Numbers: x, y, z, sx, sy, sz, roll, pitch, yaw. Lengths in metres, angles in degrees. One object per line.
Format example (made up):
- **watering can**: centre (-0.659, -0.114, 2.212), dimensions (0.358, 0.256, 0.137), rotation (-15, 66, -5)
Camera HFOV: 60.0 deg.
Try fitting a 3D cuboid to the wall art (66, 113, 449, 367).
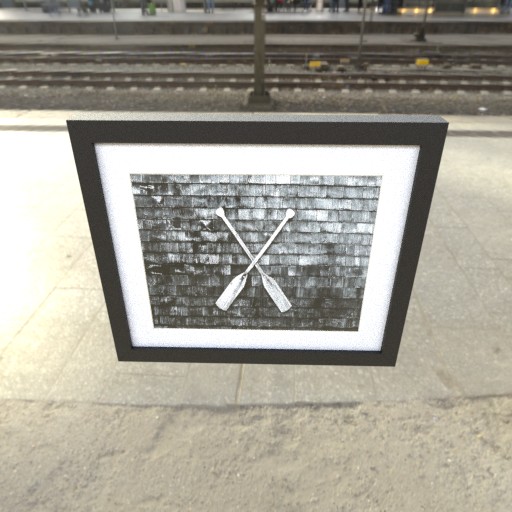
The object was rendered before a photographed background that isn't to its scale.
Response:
- **wall art**: centre (0.000, 0.000, 0.538), dimensions (0.381, 0.330, 0.029), rotation (1, 31, 1)
